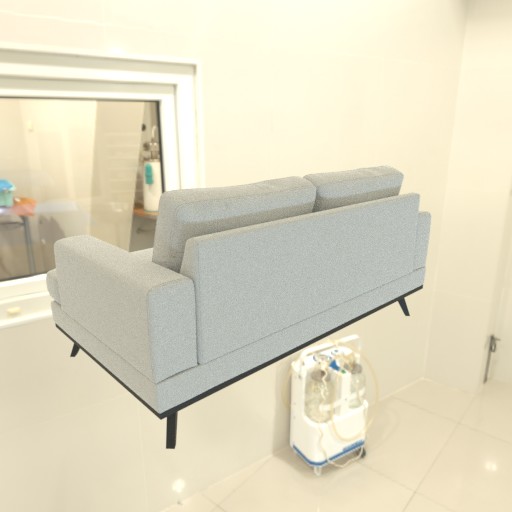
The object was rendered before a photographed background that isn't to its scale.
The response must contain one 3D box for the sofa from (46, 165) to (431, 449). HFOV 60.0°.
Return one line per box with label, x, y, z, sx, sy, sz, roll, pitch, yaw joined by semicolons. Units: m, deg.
sofa;0.000;0.000;2.110;1.650;0.810;0.920;-15;22;-41
